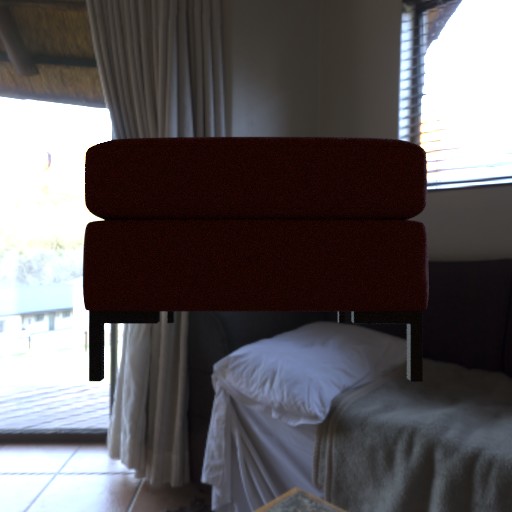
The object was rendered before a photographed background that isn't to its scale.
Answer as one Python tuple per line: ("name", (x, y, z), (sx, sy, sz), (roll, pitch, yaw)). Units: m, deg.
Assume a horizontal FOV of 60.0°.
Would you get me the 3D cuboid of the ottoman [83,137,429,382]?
("ottoman", (0.000, 0.000, 1.178), (0.650, 0.462, 0.782), (0, 0, 0))
